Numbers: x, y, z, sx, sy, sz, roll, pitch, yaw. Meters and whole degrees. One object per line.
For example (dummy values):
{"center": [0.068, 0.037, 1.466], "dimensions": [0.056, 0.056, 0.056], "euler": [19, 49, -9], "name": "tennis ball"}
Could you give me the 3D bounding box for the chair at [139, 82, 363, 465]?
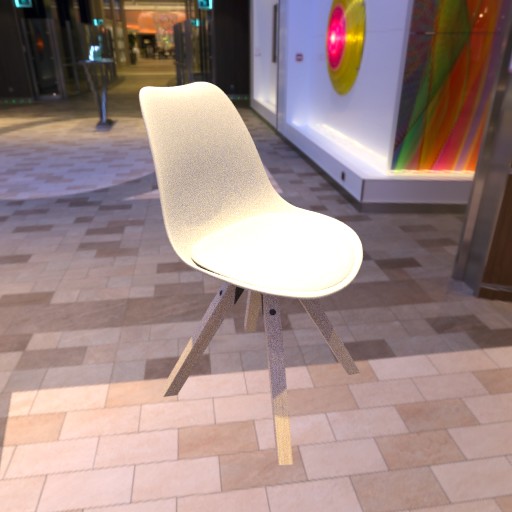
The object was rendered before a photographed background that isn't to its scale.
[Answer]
{"center": [0.000, 0.000, 1.204], "dimensions": [0.550, 0.850, 0.485], "euler": [17, 30, 32], "name": "chair"}
